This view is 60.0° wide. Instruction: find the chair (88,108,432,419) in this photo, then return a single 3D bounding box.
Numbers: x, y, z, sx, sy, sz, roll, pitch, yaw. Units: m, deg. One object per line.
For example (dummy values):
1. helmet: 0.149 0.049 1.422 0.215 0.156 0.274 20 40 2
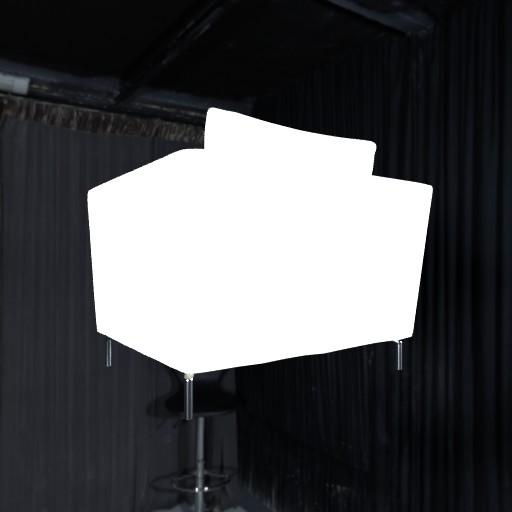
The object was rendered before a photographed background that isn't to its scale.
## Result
1. chair: 0.000 0.000 1.699 1.041 0.865 0.889 0 0 -35
